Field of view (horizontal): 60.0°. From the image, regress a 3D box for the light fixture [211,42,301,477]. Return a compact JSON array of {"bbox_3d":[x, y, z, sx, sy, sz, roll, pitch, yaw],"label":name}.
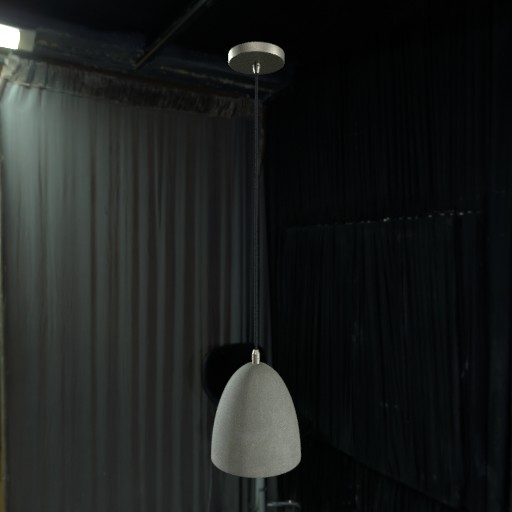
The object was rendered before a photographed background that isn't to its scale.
[{"bbox_3d":[0.000,0.000,0.841,0.170,0.759,0.170,-1,1,-38],"label":"light fixture"}]
